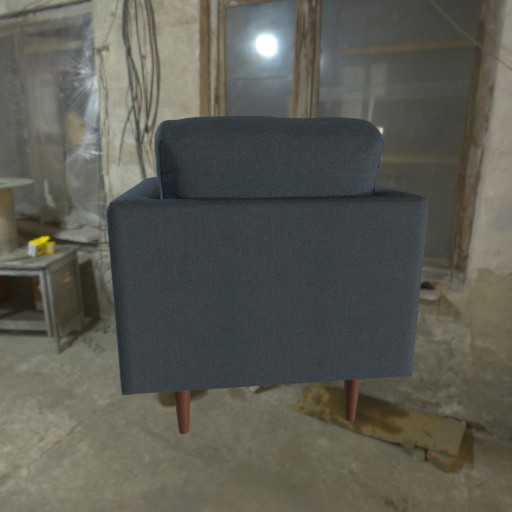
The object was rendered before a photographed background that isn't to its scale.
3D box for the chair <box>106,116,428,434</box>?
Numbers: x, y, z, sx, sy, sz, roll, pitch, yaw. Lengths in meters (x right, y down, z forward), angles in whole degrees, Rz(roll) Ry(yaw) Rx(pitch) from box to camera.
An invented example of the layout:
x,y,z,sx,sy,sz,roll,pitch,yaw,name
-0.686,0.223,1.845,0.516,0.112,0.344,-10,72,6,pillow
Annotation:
x,y,z,sx,sy,sz,roll,pitch,yaw,name
0.000,0.000,1.574,0.855,0.922,0.820,-2,15,-7,chair
